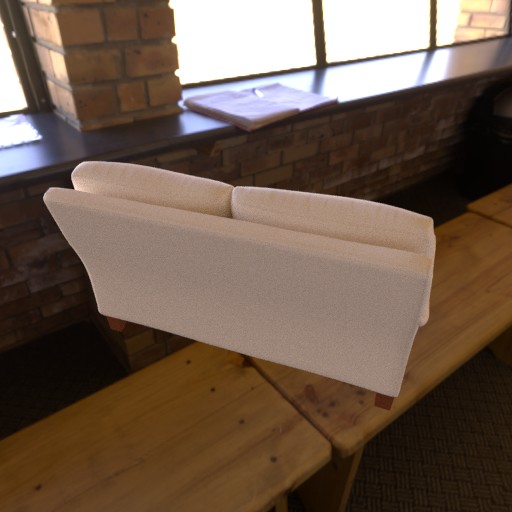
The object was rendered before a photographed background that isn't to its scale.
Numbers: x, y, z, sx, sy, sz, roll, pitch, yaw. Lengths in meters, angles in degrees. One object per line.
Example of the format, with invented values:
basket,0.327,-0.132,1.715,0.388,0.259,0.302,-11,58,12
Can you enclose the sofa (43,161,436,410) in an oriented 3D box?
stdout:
sofa,0.000,0.000,2.502,1.853,1.101,1.084,12,35,18
